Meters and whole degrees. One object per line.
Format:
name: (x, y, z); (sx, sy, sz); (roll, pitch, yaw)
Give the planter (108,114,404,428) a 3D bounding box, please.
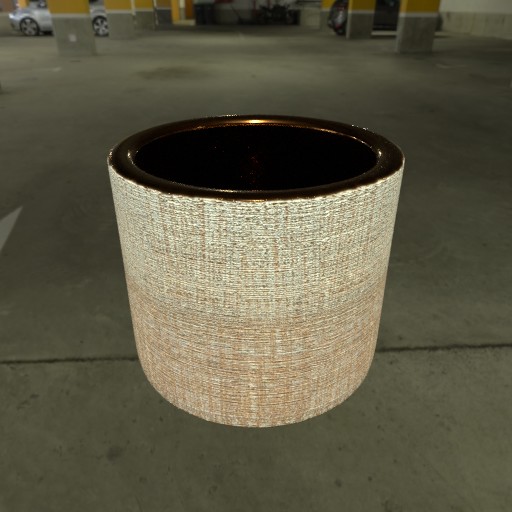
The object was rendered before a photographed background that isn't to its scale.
planter: (0.000, 0.000, 0.308); (0.177, 0.157, 0.177); (0, 30, 0)
